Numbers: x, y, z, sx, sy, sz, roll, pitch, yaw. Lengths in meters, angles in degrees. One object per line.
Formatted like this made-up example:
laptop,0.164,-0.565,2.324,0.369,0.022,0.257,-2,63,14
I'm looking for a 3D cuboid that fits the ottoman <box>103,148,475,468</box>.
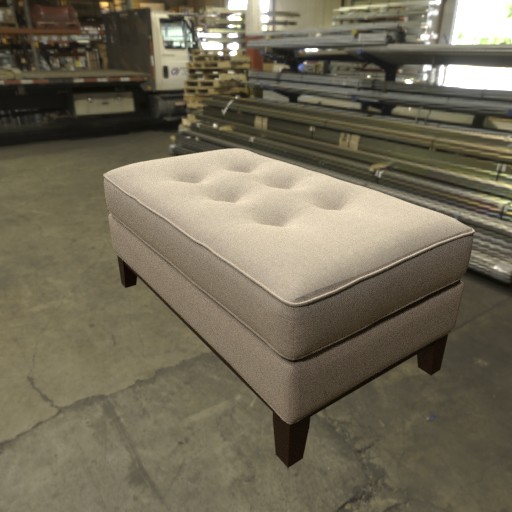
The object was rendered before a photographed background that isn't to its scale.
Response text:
ottoman,0.000,0.000,1.485,0.648,0.508,1.143,-17,30,-32
